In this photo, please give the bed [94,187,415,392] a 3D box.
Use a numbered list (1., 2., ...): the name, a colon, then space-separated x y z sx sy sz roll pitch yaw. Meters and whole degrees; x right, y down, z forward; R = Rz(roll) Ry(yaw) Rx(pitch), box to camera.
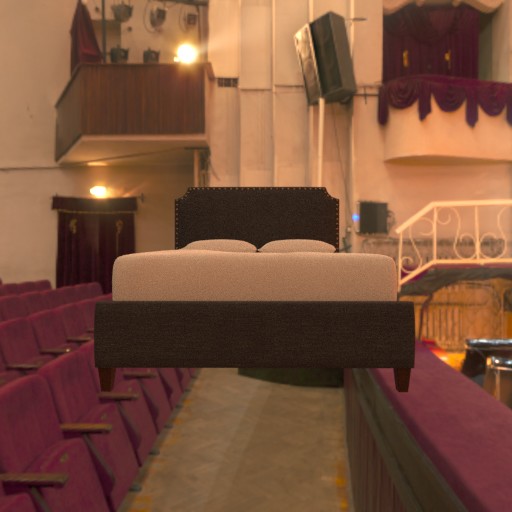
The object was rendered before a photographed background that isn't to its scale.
1. bed: 0.000 0.000 3.490 1.713 1.443 2.372 0 0 0
